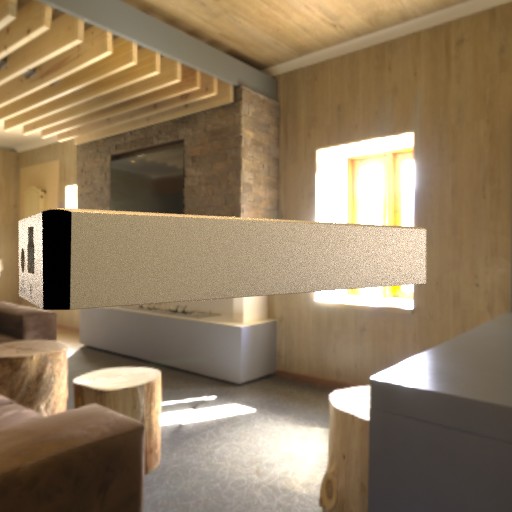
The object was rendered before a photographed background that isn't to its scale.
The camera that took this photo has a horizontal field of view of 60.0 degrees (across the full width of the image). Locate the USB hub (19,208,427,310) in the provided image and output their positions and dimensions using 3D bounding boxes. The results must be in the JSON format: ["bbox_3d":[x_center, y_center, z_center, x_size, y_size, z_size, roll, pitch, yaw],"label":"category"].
[{"bbox_3d":[0.000,0.000,0.157,0.145,0.023,0.044,0,1,-36],"label":"USB hub"}]
